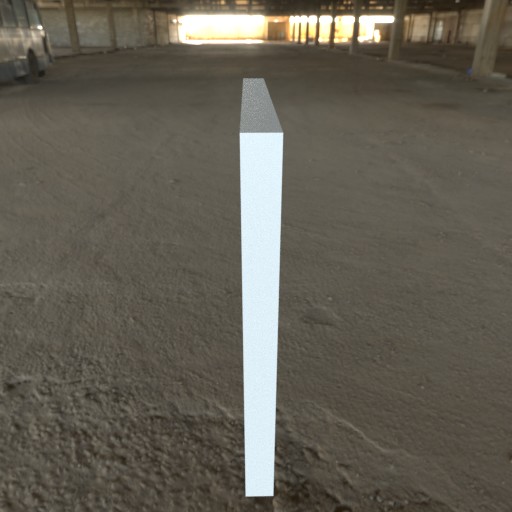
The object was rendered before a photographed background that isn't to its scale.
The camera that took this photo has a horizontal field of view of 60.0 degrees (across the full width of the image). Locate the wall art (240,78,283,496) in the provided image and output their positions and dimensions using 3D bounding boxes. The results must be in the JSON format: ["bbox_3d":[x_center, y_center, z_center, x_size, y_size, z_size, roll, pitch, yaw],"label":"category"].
[{"bbox_3d":[0.000,0.000,0.518,0.027,0.355,0.355,-1,27,-1],"label":"wall art"}]
